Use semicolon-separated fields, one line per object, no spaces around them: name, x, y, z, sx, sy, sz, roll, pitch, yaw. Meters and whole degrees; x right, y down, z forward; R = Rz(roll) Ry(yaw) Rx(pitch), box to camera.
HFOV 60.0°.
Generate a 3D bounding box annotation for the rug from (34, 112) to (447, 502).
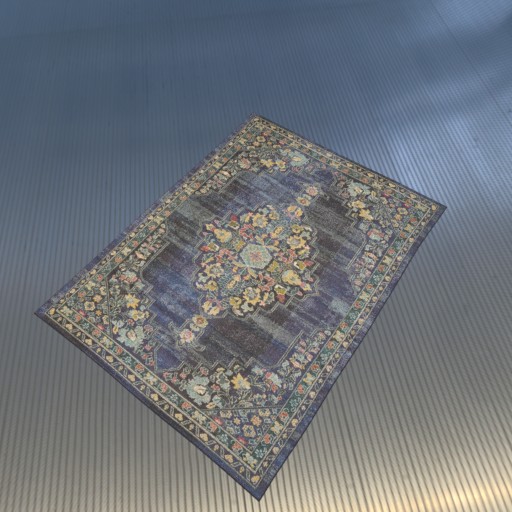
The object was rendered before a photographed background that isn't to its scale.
rug;0.000;0.000;4.637;2.716;0.035;3.612;32;63;18
